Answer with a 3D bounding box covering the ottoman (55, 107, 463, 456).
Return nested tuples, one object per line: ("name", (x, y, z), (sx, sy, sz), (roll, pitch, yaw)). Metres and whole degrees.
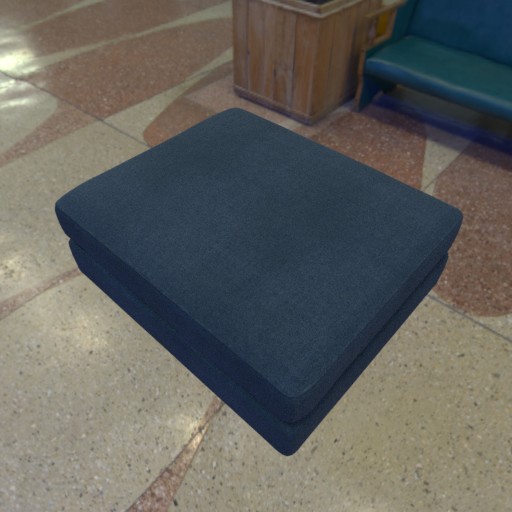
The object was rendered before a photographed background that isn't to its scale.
("ottoman", (0.000, 0.000, 1.244), (0.821, 0.474, 0.693), (34, 55, 28))
